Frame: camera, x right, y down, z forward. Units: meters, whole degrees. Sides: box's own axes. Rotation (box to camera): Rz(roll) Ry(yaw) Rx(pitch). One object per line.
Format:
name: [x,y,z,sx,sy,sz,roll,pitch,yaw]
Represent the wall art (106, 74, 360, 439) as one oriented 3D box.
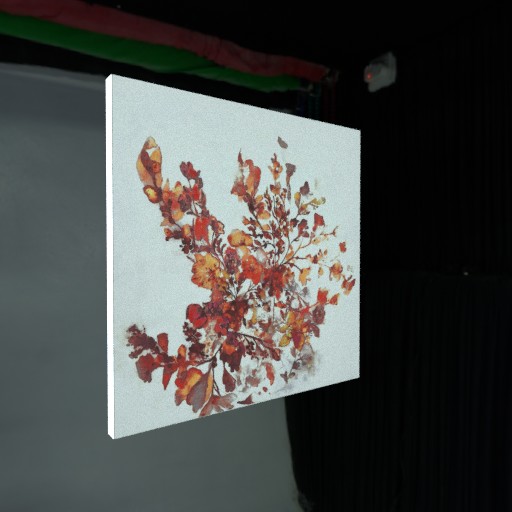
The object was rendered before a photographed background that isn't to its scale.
wall art: [0.000,0.000,1.535,1.009,1.009,0.049,-1,1,-36]
